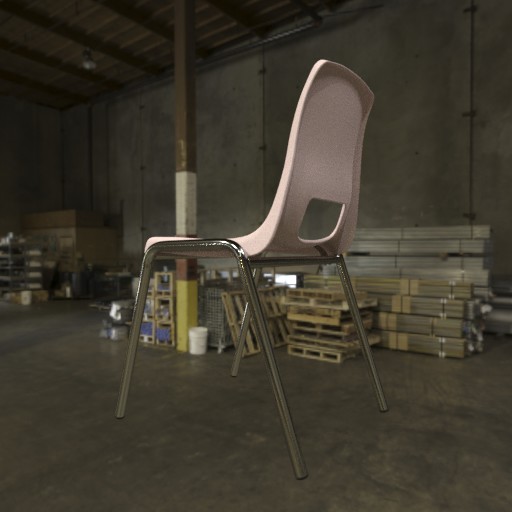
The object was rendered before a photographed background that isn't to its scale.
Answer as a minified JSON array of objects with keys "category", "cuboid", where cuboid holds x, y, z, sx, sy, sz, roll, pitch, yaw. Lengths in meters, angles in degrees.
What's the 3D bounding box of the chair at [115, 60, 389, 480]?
[{"category":"chair","cuboid":[0.000,0.000,0.909,0.436,0.653,0.381,1,1,37]}]
